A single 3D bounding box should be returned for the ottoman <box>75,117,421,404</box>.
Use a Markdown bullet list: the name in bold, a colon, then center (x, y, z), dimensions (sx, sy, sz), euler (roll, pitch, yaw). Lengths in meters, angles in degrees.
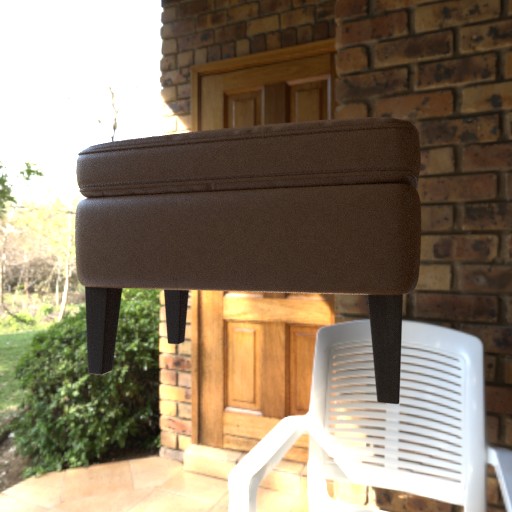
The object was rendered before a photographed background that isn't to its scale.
- **ottoman**: center (0.000, 0.000, 0.965), dimensions (0.670, 0.480, 0.420), euler (0, 0, 18)
